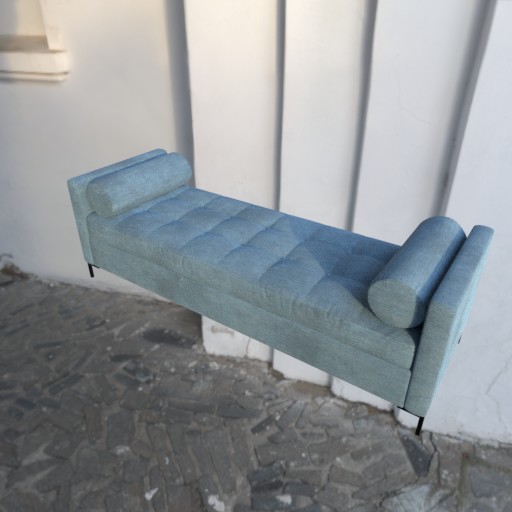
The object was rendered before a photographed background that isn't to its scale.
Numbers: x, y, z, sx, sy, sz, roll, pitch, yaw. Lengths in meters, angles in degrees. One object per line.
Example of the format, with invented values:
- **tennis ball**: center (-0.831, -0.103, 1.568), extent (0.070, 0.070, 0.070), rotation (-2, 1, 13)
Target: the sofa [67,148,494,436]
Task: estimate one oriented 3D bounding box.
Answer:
- **sofa**: center (0.000, 0.000, 2.254), extent (1.981, 0.635, 0.686), rotation (19, 36, 29)
